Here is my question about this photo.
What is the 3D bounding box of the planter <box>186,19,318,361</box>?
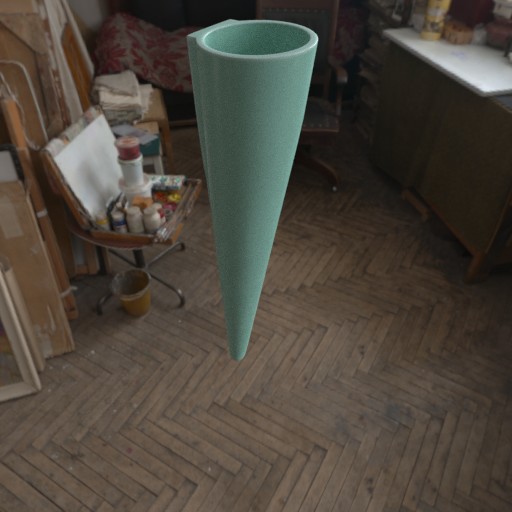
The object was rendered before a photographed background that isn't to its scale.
[{"bbox_3d":[0.000,0.000,0.288,0.055,0.268,0.054,27,49,26],"label":"planter"}]
